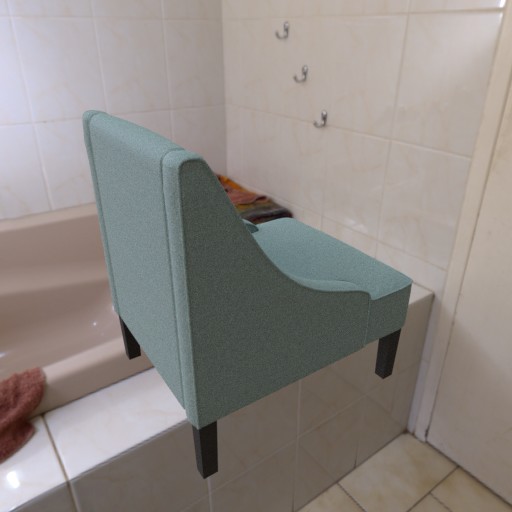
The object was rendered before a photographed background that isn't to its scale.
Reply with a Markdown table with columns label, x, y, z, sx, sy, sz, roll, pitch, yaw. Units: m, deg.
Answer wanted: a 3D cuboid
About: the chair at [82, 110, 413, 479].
| label | x | y | z | sx | sy | sz | roll | pitch | yaw |
| --- | --- | --- | --- | --- | --- | --- | --- | --- | --- |
| chair | 0.000 | 0.000 | 1.829 | 1.025 | 1.133 | 0.857 | -17 | 31 | -30 |
